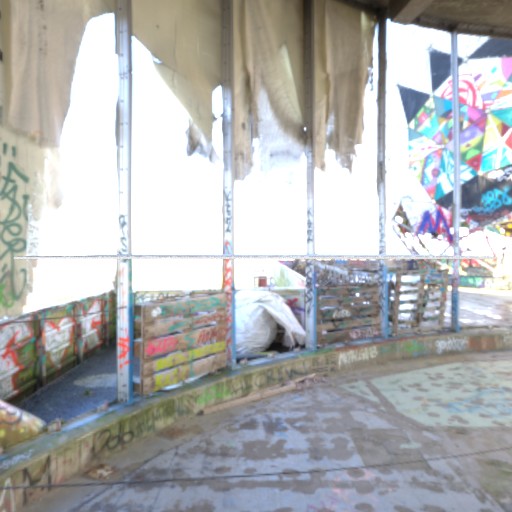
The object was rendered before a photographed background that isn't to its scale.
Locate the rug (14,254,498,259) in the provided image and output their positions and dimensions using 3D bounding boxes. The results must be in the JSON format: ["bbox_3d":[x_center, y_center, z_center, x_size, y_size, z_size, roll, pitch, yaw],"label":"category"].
[{"bbox_3d":[0.000,0.000,2.804,2.206,0.014,1.578,0,1,0],"label":"rug"}]
